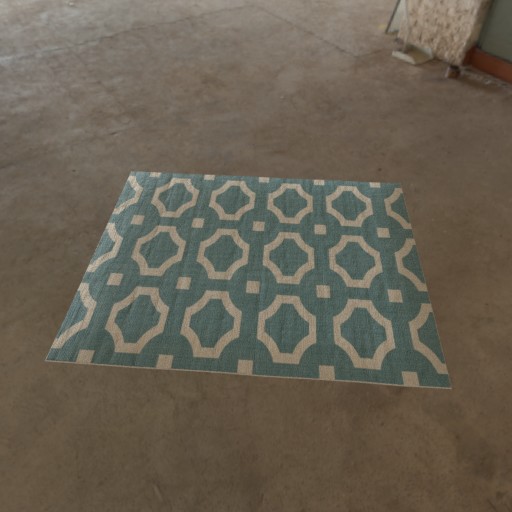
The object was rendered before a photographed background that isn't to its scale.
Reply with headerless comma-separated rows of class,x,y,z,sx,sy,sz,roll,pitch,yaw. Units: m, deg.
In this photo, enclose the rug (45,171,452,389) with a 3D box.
rug,0.000,0.000,4.155,3.049,0.021,2.466,3,46,3
